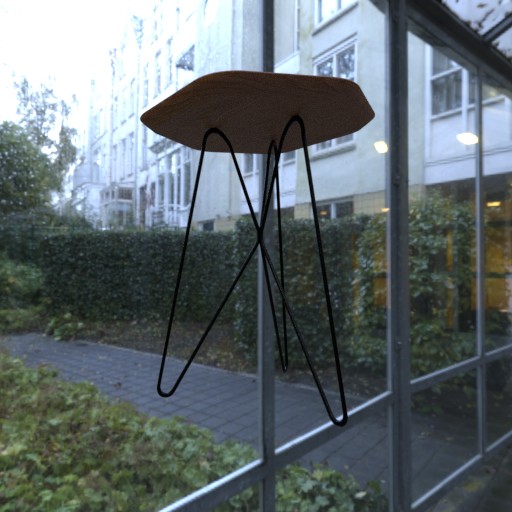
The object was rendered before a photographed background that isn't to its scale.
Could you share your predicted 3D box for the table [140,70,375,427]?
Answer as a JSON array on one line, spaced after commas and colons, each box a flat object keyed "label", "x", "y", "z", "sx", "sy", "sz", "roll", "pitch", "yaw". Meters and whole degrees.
[{"label": "table", "x": 0.000, "y": 0.000, "z": 0.906, "sx": 0.400, "sy": 0.562, "sz": 0.500, "roll": 0, "pitch": -1, "yaw": -37}]
